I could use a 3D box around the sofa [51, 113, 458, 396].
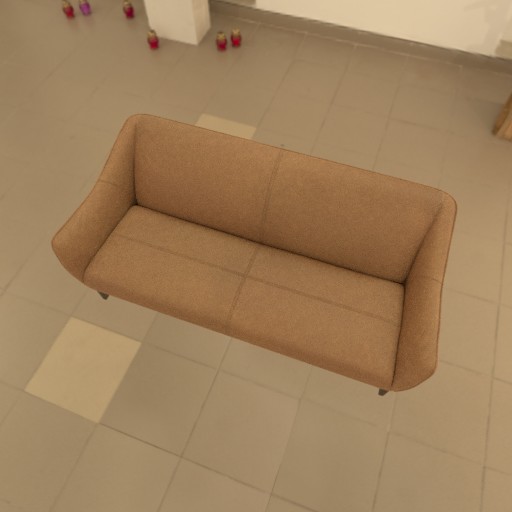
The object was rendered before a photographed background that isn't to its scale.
[{"bbox_3d":[0.000,0.000,2.415,1.928,0.830,0.869,17,59,10],"label":"sofa"}]
